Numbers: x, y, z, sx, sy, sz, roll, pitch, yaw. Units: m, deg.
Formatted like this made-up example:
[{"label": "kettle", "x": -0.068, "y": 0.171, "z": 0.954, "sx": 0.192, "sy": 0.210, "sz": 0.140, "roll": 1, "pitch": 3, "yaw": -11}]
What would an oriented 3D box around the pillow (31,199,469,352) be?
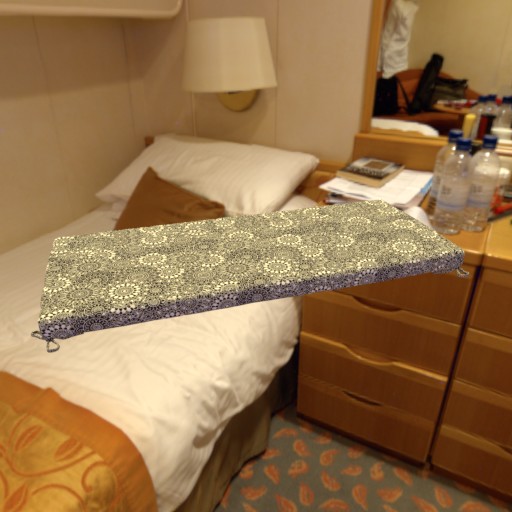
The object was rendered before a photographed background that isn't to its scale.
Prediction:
[{"label": "pillow", "x": 0.000, "y": 0.000, "z": 1.310, "sx": 1.187, "sy": 0.081, "sz": 0.492, "roll": -8, "pitch": 29, "yaw": -15}]
